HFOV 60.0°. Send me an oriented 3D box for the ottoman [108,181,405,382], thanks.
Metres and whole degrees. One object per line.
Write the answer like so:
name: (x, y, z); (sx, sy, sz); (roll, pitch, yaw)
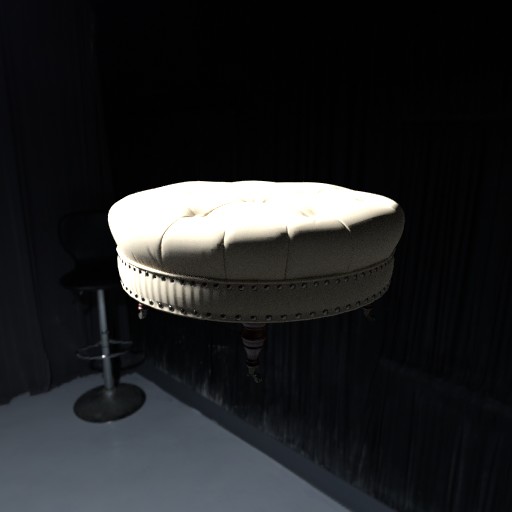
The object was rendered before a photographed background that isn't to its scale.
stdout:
ottoman: (0.000, 0.000, 1.435); (0.901, 0.439, 0.901); (0, 15, 0)
